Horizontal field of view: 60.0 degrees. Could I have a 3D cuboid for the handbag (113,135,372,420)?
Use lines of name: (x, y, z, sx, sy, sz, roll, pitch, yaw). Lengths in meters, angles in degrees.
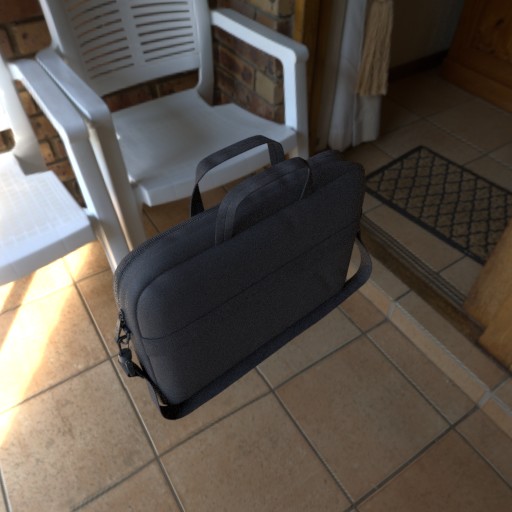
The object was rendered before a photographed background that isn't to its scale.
handbag: (0.000, 0.000, 0.444, 0.320, 0.244, 0.089, -31, 54, -25)
